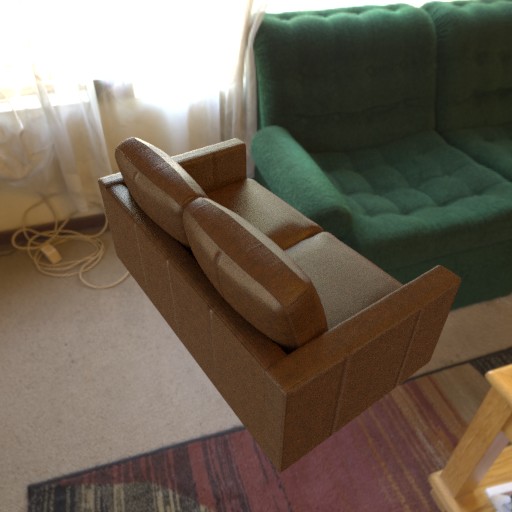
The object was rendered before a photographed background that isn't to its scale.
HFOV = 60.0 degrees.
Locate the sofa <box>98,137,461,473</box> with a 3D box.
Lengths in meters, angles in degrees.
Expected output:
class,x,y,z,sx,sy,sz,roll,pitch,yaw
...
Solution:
class,x,y,z,sx,sy,sz,roll,pitch,yaw
sofa,0.000,0.000,2.143,0.909,0.951,1.578,-24,45,-27
